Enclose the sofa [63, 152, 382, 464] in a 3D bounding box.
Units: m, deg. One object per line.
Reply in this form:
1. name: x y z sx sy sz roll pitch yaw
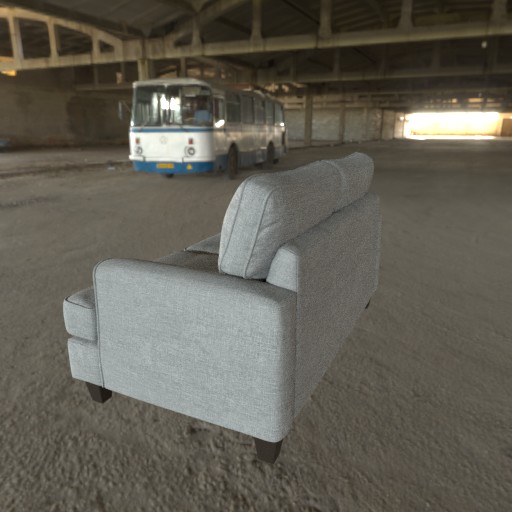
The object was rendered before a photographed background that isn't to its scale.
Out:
1. sofa: 0.000 0.000 2.220 0.965 0.965 1.651 8 18 24
